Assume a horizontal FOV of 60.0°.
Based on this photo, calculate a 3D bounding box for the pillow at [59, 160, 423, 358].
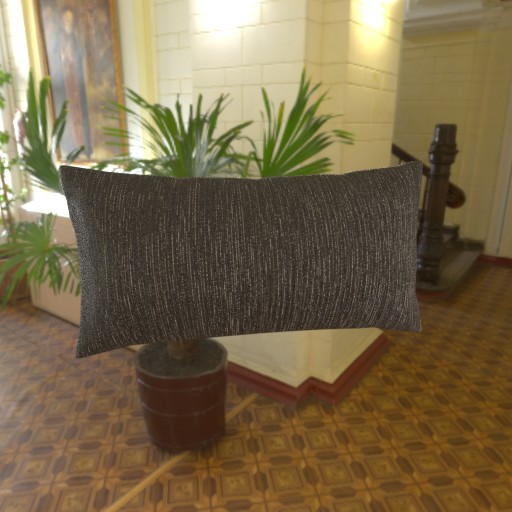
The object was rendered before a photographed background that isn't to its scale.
[{"bbox_3d":[0.000,0.000,0.749,0.608,0.305,0.156,-3,17,-9],"label":"pillow"}]
